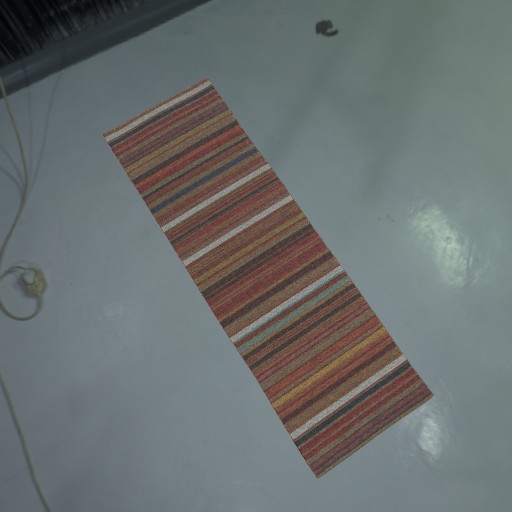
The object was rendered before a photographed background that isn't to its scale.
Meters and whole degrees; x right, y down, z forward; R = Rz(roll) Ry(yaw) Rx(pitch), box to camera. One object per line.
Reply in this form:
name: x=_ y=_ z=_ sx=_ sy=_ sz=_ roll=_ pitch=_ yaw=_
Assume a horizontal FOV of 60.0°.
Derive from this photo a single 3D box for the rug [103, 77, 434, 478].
rug: x=0.000 y=0.000 z=2.679 sx=0.799 sy=0.030 sz=2.444 roll=-32 pitch=78 yaw=-7
